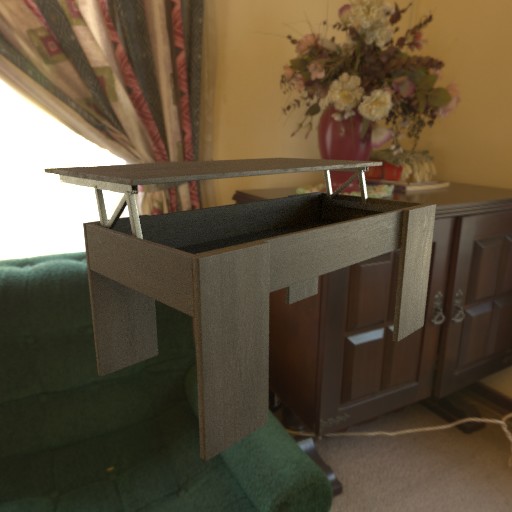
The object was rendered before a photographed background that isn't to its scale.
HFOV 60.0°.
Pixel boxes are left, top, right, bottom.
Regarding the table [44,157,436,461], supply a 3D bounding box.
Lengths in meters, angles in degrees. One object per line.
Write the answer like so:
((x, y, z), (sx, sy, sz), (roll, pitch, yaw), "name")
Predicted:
((0.000, 0.000, 1.430), (1.000, 0.570, 0.711), (-14, 20, -43), "table")
